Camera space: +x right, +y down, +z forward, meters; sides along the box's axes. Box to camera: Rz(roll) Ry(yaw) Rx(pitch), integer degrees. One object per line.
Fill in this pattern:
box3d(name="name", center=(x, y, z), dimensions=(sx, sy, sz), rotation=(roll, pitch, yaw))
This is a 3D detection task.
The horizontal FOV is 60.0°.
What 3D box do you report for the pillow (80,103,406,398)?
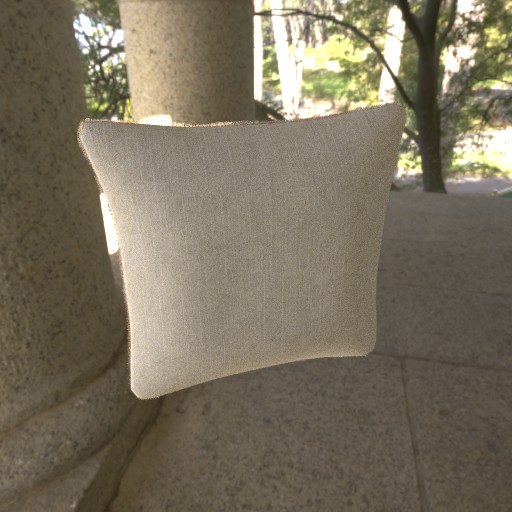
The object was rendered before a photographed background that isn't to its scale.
box3d(name="pillow", center=(0.000, 0.000, 0.812), dimensions=(0.538, 0.525, 0.216), rotation=(-8, 27, -16))
